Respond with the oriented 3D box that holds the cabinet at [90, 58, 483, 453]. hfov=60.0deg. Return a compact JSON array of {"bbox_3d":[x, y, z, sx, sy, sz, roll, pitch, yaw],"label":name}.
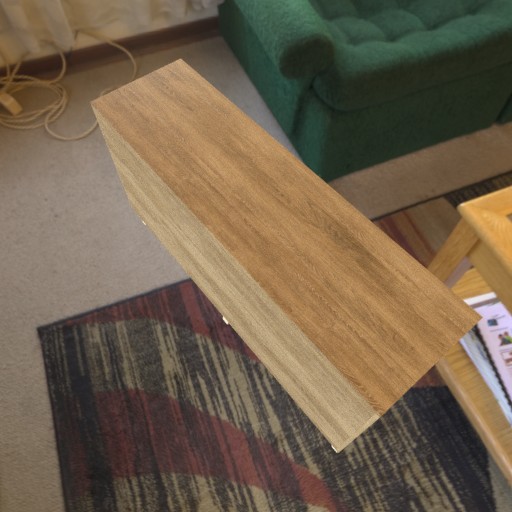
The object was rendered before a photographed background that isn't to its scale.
[{"bbox_3d":[0.000,0.000,1.947,0.450,0.870,1.600,-35,65,-19],"label":"cabinet"}]
